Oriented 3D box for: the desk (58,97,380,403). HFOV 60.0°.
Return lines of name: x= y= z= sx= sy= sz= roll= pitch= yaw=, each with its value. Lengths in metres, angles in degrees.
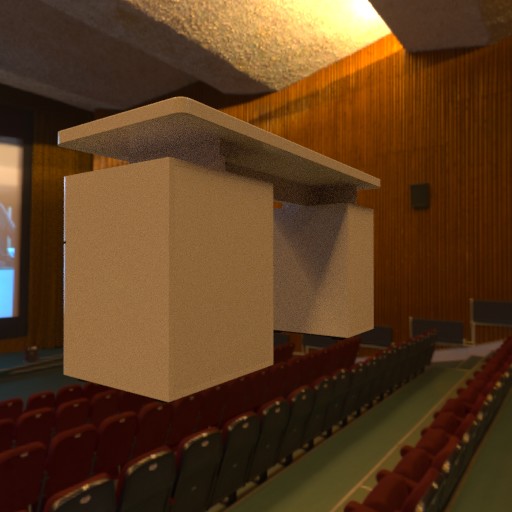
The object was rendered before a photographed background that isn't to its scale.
desk: x=0.000 y=0.000 z=1.790 sx=0.550 sy=0.762 sz=1.400 roll=0 pitch=0 yaw=35
